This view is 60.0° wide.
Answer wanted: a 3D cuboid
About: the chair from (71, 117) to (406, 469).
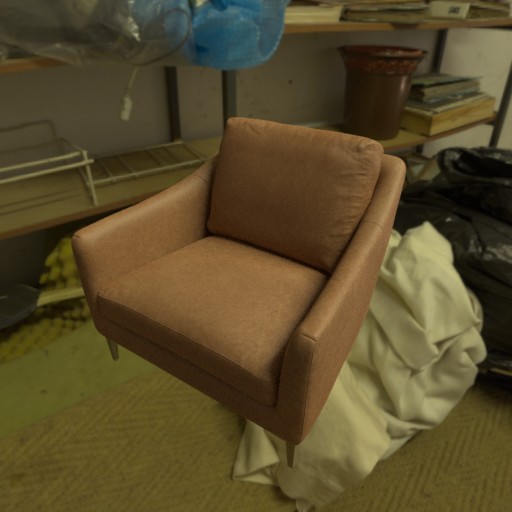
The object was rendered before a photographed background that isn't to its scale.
[{"bbox_3d":[0.000,0.000,1.729,0.988,0.895,0.963,20,36,29],"label":"chair"}]
